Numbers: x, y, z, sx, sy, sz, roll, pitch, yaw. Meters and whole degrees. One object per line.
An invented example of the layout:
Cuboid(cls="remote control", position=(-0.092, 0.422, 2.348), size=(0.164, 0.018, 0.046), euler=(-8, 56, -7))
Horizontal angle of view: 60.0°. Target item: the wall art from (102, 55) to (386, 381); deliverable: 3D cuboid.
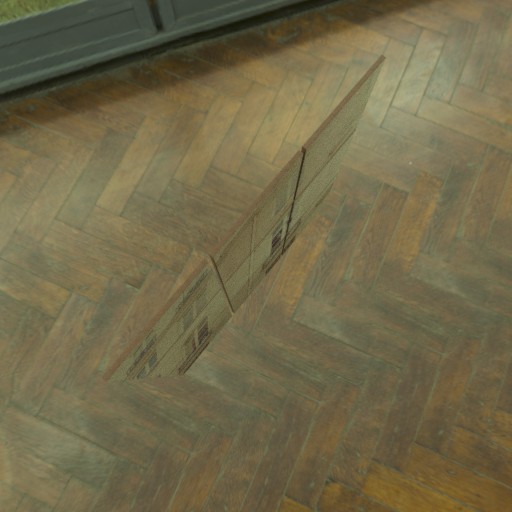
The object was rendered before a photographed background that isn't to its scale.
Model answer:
Cuboid(cls="wall art", position=(0.000, 0.000, 1.819), size=(0.024, 1.218, 1.221), euler=(38, 79, 9))
